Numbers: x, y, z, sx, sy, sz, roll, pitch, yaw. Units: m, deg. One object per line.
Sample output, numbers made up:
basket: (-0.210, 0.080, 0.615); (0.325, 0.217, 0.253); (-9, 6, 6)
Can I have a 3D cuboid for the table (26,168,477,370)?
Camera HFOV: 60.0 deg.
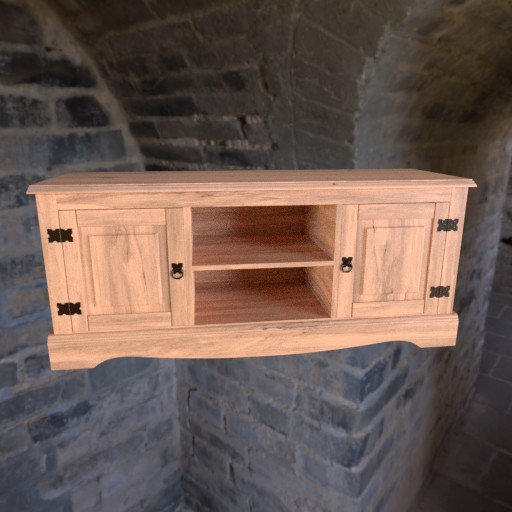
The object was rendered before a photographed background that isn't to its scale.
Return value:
table: (0.000, 0.000, 1.428); (1.200, 0.510, 0.400); (-2, 16, -7)
